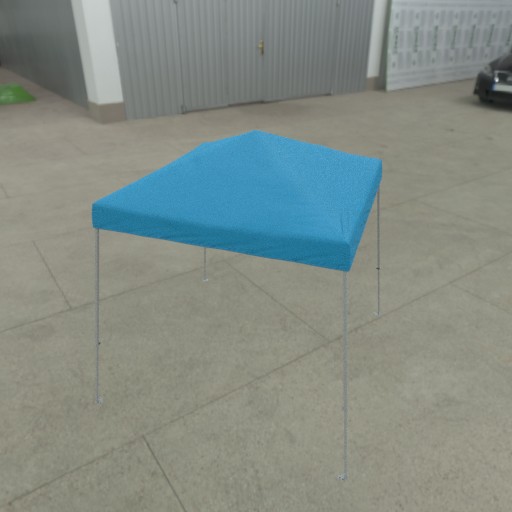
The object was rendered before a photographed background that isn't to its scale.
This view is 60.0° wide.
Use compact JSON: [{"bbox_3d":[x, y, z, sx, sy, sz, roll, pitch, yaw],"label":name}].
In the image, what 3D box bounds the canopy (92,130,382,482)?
[{"bbox_3d":[0.000,0.000,5.089,2.849,2.850,2.850,10,30,17],"label":"canopy"}]
